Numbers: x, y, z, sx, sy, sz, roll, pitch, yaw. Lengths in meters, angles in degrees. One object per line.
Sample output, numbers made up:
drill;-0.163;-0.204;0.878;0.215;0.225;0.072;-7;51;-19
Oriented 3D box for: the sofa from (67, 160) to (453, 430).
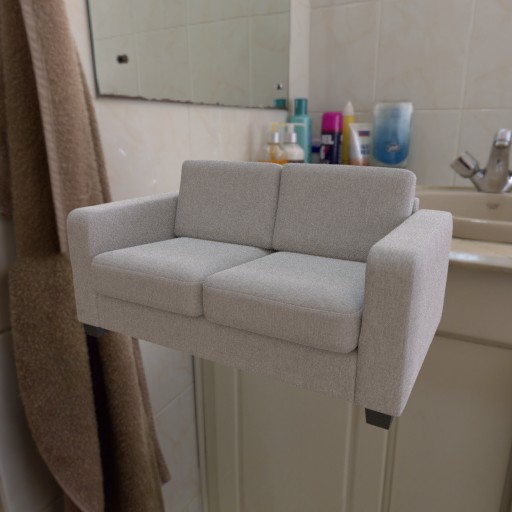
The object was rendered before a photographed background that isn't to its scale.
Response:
sofa;0.000;0.000;2.013;1.540;0.800;0.900;9;18;28
